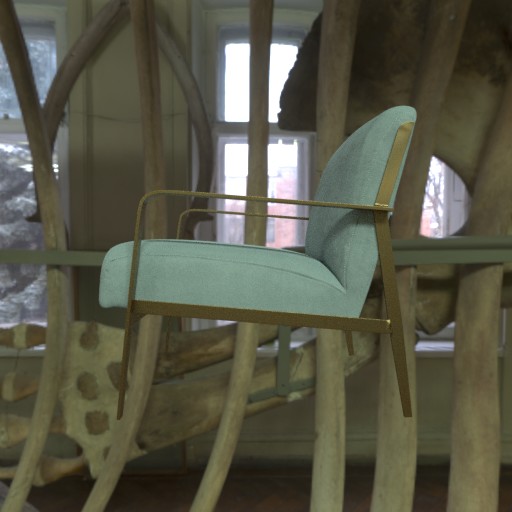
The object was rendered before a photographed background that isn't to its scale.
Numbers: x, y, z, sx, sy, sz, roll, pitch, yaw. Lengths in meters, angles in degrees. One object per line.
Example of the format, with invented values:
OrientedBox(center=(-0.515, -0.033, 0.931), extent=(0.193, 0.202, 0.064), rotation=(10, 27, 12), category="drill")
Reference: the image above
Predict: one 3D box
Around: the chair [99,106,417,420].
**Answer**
OrientedBox(center=(0.000, 0.000, 1.452), extent=(0.842, 0.824, 0.701), rotation=(0, 2, -1), category="chair")
